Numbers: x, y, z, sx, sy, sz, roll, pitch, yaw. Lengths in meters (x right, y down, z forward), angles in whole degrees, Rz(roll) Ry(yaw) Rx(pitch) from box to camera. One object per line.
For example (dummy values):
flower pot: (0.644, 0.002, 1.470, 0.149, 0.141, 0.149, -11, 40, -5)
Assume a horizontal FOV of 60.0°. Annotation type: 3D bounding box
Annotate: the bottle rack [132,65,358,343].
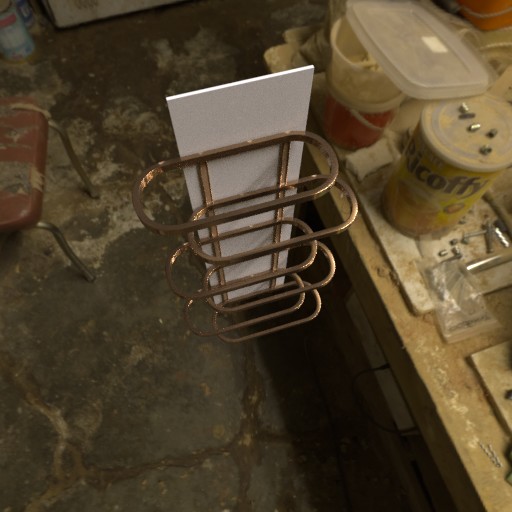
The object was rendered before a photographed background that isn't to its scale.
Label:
bottle rack: (0.000, 0.000, 0.818, 0.332, 0.709, 0.118, -16, 65, -8)
